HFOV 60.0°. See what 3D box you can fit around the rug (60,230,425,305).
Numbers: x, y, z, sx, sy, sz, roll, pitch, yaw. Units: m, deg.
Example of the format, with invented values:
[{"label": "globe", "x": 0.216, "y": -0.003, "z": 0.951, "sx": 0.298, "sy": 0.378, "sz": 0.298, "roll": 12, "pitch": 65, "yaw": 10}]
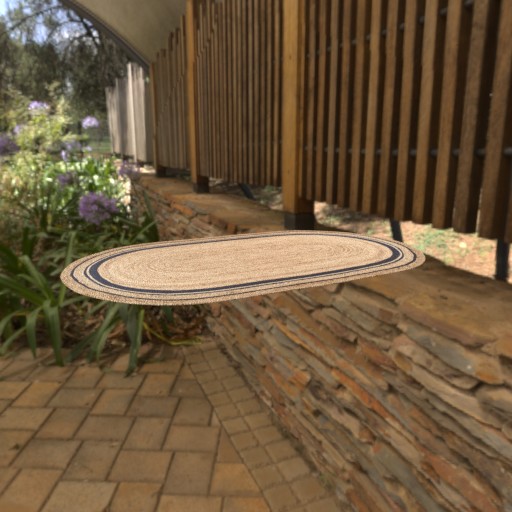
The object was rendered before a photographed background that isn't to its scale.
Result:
[{"label": "rug", "x": 0.000, "y": 0.000, "z": 2.999, "sx": 2.432, "sy": 0.006, "sz": 1.520, "roll": -7, "pitch": 15, "yaw": -27}]
